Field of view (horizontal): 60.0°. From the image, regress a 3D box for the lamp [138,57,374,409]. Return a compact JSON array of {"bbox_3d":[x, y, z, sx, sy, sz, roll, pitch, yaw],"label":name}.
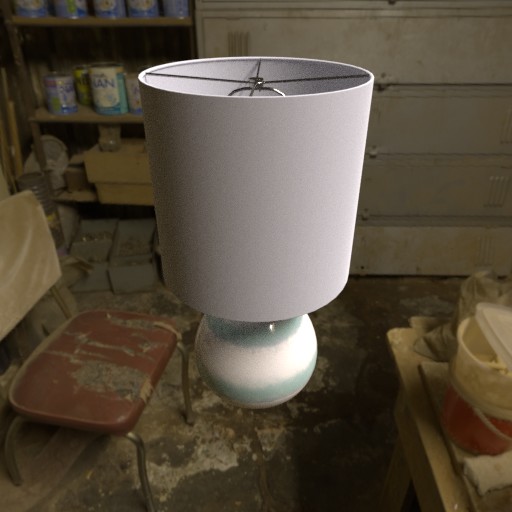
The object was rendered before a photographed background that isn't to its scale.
[{"bbox_3d":[0.000,0.000,0.521,0.217,0.404,0.217,1,31,2],"label":"lamp"}]
